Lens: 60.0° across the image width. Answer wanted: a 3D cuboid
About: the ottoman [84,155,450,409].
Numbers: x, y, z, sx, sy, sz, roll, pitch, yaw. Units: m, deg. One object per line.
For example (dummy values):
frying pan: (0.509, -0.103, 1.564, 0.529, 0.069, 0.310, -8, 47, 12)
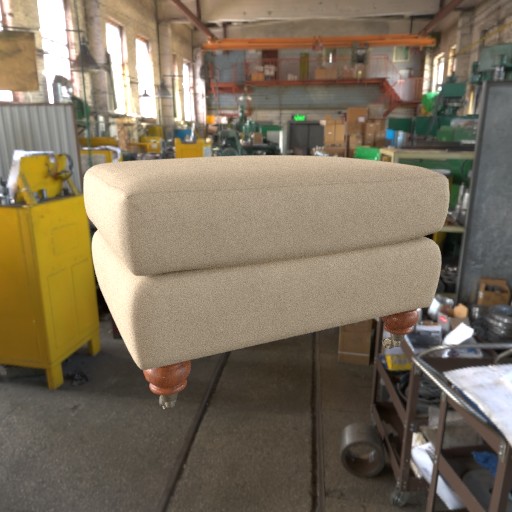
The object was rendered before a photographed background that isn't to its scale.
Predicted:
ottoman: (0.000, 0.000, 1.150, 0.773, 0.504, 0.569, -7, 17, -25)
